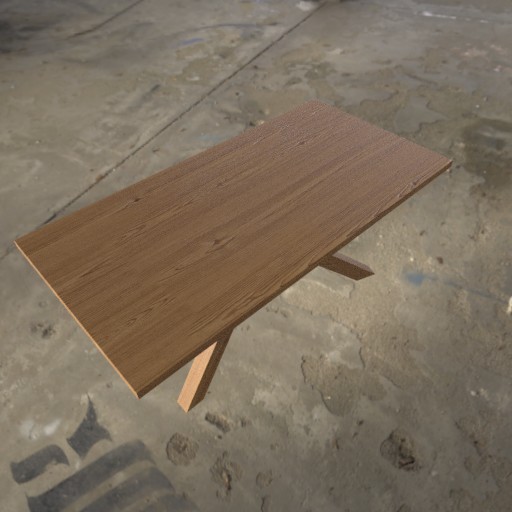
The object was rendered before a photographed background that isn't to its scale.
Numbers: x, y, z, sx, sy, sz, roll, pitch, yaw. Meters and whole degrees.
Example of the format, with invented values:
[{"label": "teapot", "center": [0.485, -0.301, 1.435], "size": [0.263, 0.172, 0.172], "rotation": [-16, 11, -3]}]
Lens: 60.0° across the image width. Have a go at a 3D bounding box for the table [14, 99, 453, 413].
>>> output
[{"label": "table", "center": [0.000, 0.000, 2.229], "size": [1.797, 0.750, 0.901], "rotation": [-34, 54, -29]}]
